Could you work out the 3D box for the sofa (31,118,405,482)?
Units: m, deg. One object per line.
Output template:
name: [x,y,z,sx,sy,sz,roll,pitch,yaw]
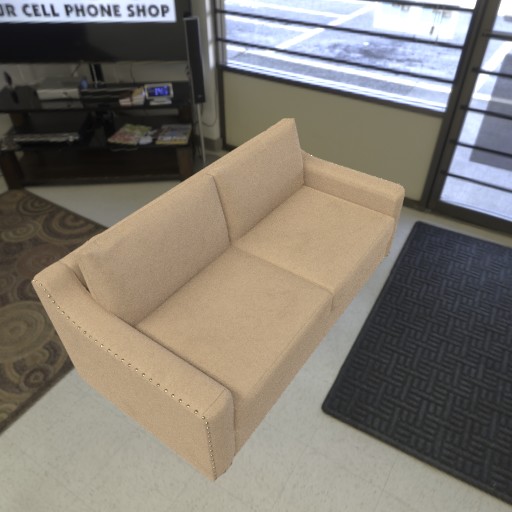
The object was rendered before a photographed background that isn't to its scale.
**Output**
sofa: [0.000,0.000,2.505,1.030,0.901,1.967,25,46,26]
